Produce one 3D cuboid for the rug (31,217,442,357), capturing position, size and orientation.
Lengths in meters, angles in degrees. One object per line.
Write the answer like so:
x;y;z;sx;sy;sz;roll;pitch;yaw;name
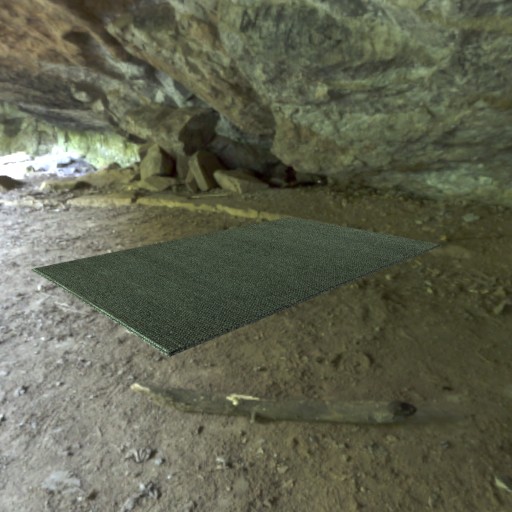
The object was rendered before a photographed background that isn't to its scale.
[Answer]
0.000;0.000;3.067;2.443;0.021;1.538;-15;22;-42;rug
